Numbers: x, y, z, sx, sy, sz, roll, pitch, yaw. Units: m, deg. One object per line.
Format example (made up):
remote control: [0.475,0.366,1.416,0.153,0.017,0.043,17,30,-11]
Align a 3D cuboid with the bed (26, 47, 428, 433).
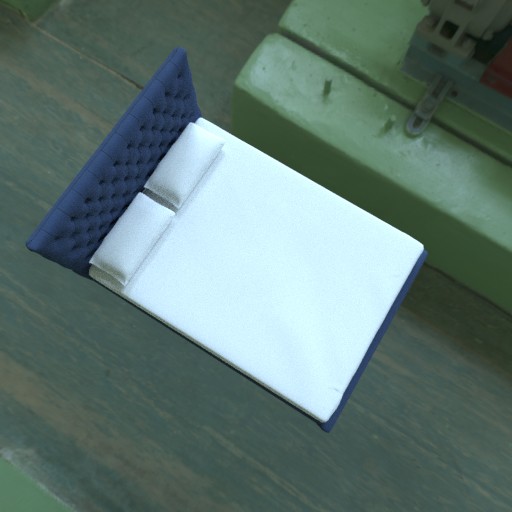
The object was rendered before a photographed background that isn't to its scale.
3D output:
bed: [0.000,0.000,3.440,2.387,1.427,1.706,31,79,7]
